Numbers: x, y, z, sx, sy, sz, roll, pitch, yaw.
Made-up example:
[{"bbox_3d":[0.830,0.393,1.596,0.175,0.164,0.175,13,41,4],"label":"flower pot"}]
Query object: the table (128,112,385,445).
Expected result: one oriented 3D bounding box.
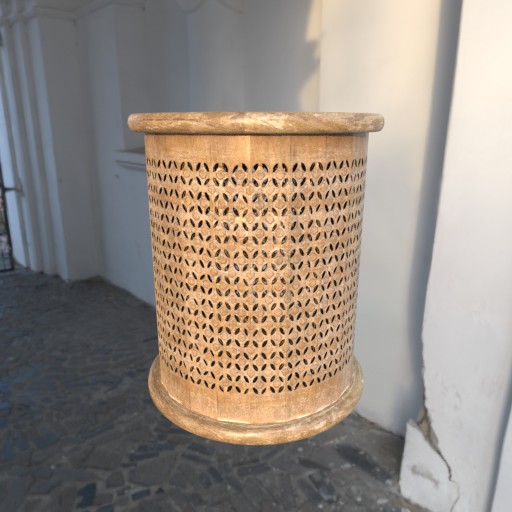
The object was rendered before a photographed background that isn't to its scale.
[{"bbox_3d":[0.000,0.000,0.794,0.407,0.482,0.407,0,17,0],"label":"table"}]
